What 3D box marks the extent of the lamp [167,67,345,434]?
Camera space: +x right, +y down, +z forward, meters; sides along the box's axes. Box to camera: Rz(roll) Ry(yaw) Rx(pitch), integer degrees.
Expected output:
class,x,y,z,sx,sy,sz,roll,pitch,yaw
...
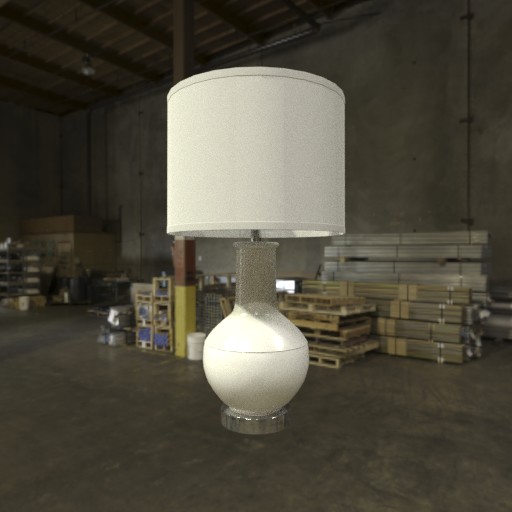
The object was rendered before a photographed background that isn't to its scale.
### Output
class,x,y,z,sx,sy,sz,roll,pitch,yaw
lamp,0.000,0.000,0.905,0.357,0.673,0.357,0,0,36
